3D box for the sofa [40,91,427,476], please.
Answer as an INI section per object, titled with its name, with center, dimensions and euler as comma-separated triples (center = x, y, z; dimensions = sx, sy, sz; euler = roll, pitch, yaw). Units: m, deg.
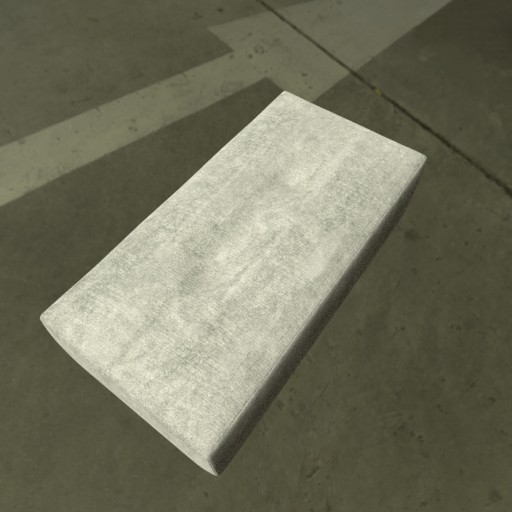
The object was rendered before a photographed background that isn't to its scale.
[sofa]
center = 0.000, 0.000, 1.148
dimensions = 0.480, 0.330, 0.930
euler = 32, 63, 18
